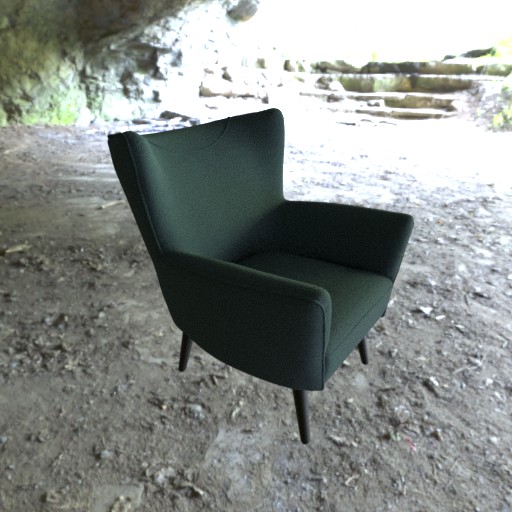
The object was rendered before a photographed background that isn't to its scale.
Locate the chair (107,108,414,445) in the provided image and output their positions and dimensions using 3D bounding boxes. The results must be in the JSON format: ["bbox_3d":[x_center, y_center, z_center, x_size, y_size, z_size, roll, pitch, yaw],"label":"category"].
[{"bbox_3d":[0.000,0.000,1.592,0.888,0.933,0.781,16,29,32],"label":"chair"}]
